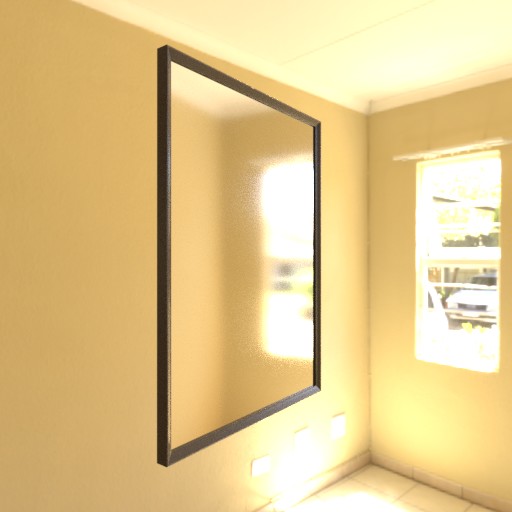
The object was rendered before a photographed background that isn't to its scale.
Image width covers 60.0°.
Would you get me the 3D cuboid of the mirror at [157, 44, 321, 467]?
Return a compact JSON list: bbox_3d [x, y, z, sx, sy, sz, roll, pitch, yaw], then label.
[{"bbox_3d":[0.000,0.000,1.380,0.041,1.016,0.762,0,0,37],"label":"mirror"}]
